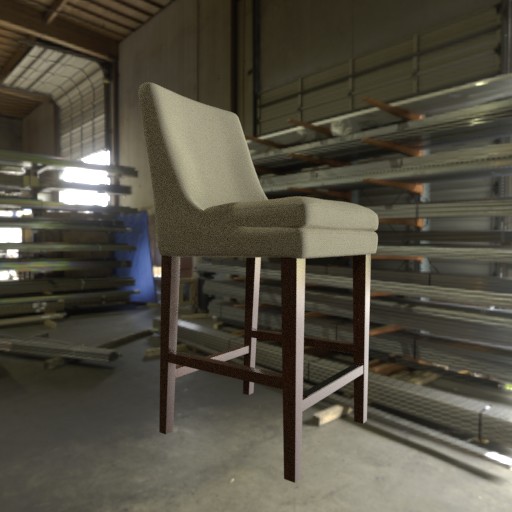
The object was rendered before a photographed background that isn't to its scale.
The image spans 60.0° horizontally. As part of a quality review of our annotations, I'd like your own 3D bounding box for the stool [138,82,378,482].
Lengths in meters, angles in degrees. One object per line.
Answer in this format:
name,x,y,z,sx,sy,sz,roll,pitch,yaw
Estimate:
stool,0.000,0.000,1.280,0.577,0.981,0.470,1,2,36
